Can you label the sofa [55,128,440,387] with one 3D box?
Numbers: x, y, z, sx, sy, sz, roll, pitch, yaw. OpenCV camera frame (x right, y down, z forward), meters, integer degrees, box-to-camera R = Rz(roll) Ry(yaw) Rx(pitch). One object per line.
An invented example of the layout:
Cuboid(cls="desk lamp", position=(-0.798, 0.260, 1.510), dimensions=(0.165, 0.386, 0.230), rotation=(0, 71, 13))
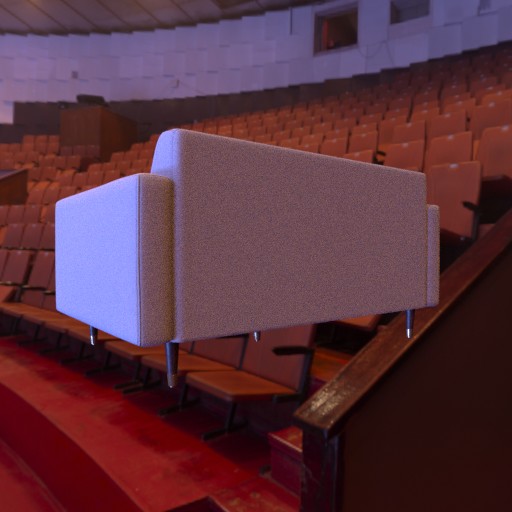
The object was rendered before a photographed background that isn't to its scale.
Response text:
Cuboid(cls="sofa", position=(0.000, 0.000, 2.085), dimensions=(1.585, 0.801, 0.950), rotation=(-1, 1, -37))
